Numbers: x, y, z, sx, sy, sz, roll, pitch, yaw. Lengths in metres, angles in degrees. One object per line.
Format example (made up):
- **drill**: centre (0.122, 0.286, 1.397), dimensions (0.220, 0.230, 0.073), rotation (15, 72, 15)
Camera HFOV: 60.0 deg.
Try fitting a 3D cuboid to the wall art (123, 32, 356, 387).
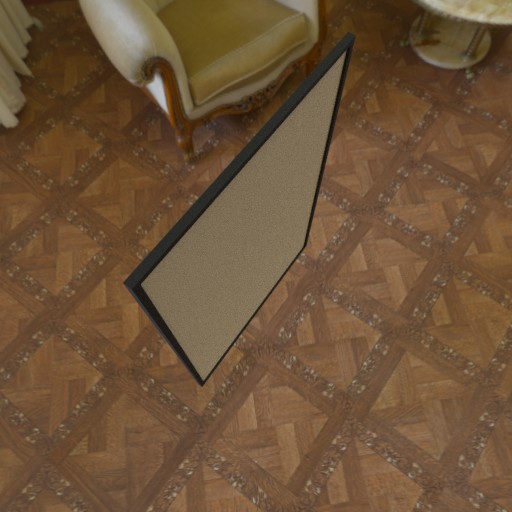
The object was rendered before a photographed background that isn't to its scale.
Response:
- **wall art**: centre (0.000, 0.000, 0.836), dimensions (0.013, 0.660, 0.460), rotation (33, 69, 14)
